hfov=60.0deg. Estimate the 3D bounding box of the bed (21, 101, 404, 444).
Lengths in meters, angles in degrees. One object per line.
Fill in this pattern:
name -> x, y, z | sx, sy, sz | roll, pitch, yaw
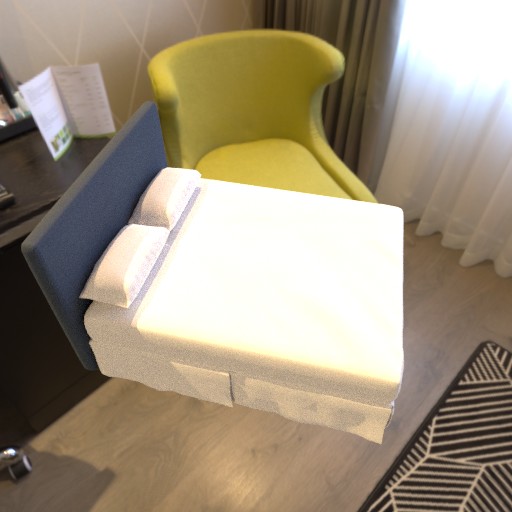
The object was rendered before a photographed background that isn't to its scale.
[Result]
bed -> 0.000, 0.000, 3.141 | 2.162, 1.330, 1.713 | 10, 47, 9
